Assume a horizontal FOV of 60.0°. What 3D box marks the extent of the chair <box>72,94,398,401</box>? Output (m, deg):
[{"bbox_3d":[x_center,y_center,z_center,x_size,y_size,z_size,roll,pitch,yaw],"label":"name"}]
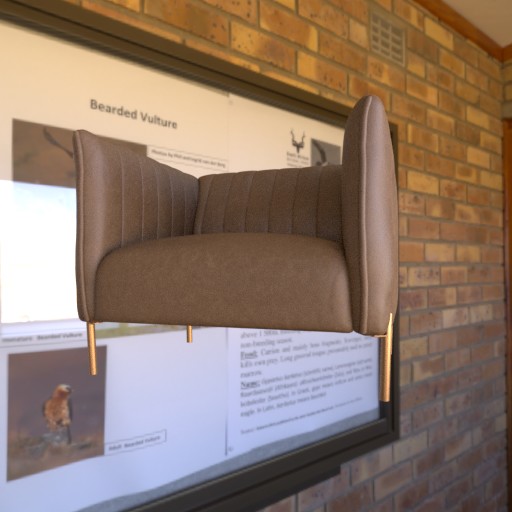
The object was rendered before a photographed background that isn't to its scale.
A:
[{"bbox_3d":[0.000,0.000,1.602,0.981,0.779,0.876,-1,-2,18],"label":"chair"}]
